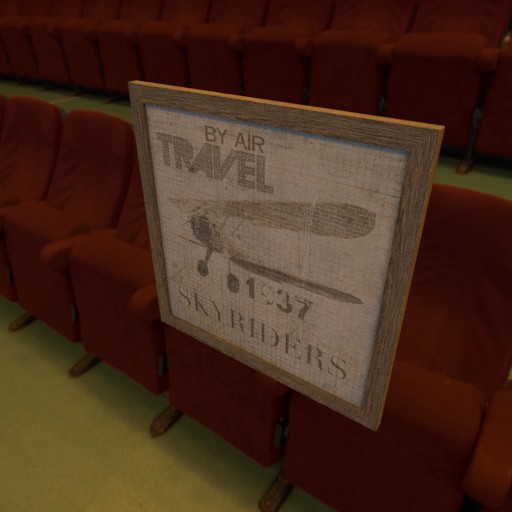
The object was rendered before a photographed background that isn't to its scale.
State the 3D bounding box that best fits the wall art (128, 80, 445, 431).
[{"bbox_3d":[0.000,0.000,0.749,0.508,0.508,0.019,20,36,29],"label":"wall art"}]
